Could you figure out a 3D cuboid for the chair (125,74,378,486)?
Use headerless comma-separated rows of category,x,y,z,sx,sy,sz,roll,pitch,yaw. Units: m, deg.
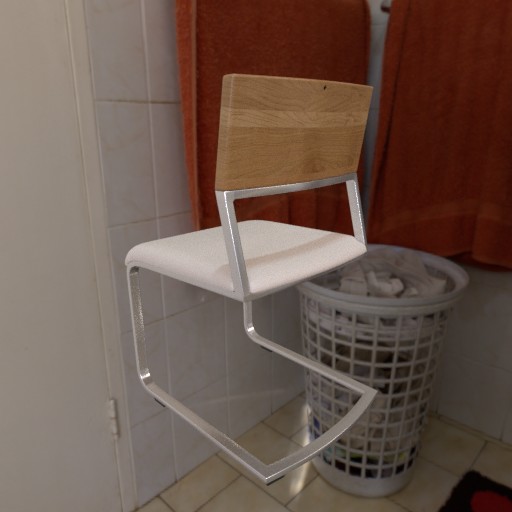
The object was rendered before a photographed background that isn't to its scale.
chair,0.000,0.000,1.172,0.467,0.844,0.585,-16,24,-42
